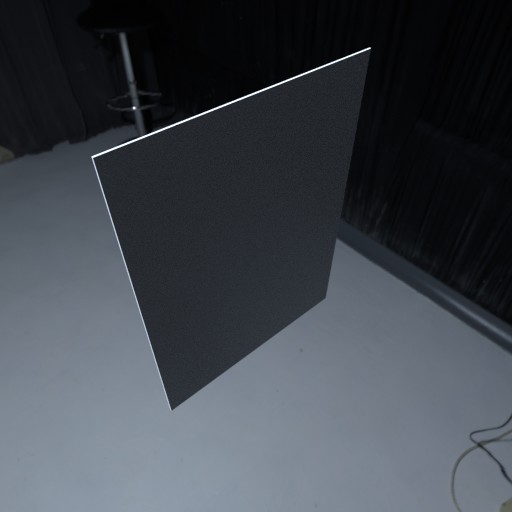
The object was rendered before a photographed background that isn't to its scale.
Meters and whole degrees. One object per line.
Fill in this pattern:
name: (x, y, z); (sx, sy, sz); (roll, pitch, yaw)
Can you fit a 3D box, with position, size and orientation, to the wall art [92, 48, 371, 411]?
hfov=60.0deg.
wall art: (0.000, 0.000, 0.794); (0.457, 0.609, 0.003); (-31, 54, -27)
